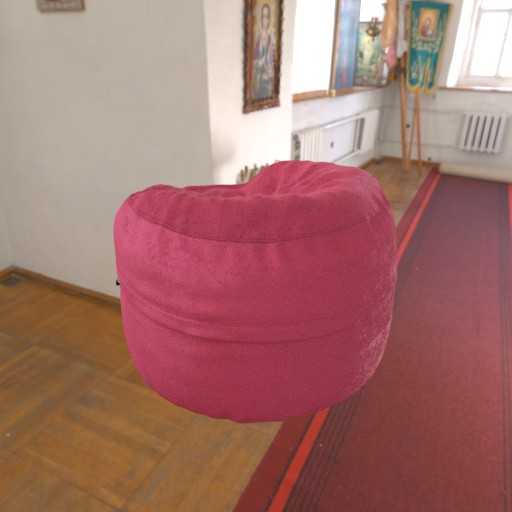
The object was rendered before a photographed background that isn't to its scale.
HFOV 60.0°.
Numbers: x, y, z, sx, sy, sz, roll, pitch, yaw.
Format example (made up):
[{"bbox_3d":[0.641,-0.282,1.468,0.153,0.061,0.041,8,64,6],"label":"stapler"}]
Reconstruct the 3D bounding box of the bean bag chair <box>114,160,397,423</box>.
[{"bbox_3d":[0.000,0.000,1.961,1.218,0.788,1.218,0,26,0],"label":"bean bag chair"}]
